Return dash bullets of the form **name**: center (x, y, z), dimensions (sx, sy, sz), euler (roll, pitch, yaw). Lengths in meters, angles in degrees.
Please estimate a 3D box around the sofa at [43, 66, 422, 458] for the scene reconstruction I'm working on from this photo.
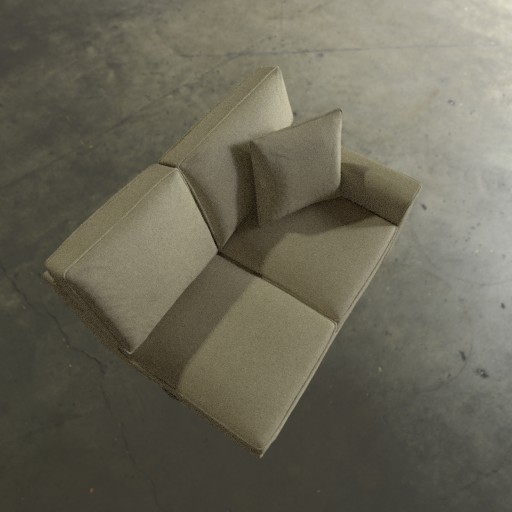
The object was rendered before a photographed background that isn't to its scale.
- **sofa**: center (0.000, 0.000, 2.038), dimensions (0.991, 0.989, 1.388), euler (30, 64, 17)
